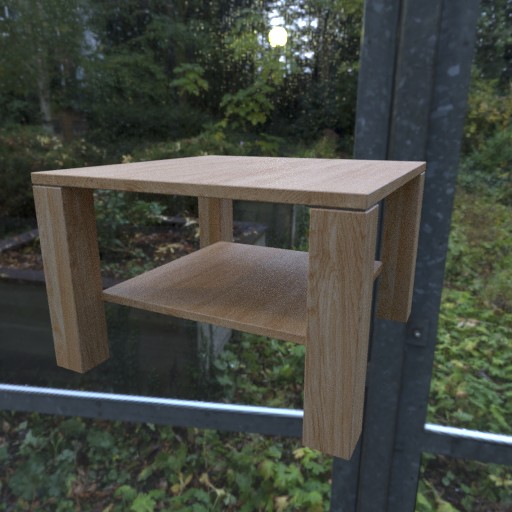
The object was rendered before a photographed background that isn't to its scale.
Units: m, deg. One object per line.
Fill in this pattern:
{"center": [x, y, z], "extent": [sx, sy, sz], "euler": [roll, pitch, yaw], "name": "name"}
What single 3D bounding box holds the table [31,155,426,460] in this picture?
{"center": [0.000, 0.000, 1.133], "extent": [0.700, 0.450, 0.700], "euler": [8, 18, 25], "name": "table"}
